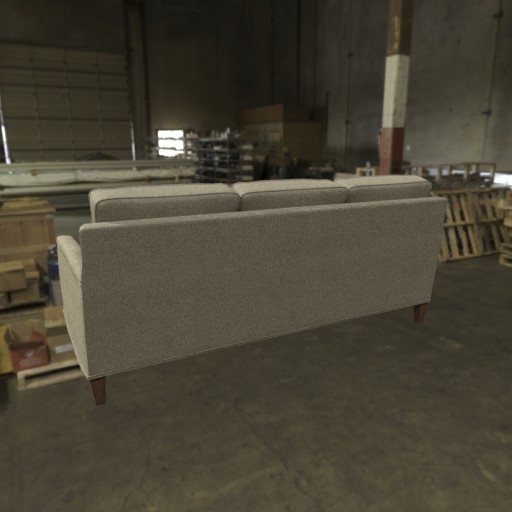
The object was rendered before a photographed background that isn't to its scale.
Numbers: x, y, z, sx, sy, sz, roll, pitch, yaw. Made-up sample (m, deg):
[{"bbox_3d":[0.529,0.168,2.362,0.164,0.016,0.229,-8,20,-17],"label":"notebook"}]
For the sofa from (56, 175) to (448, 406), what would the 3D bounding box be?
[{"bbox_3d":[0.000,0.000,2.804,2.246,1.003,1.084,-7,16,-27],"label":"sofa"}]
